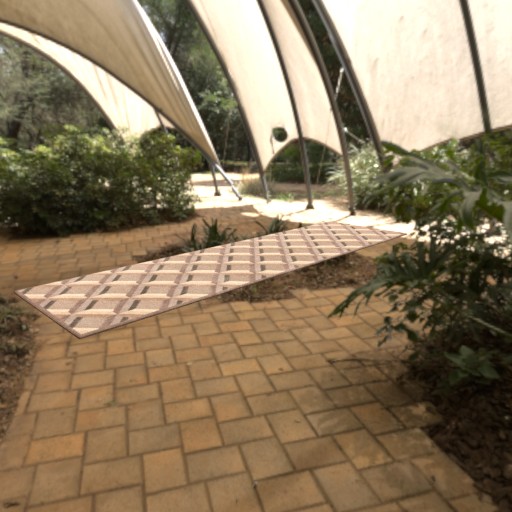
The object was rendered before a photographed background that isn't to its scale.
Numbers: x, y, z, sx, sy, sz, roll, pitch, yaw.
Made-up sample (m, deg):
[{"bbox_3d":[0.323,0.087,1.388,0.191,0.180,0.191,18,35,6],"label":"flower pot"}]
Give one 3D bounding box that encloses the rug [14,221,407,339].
[{"bbox_3d":[0.000,0.000,2.613,0.685,0.013,2.437,14,21,43],"label":"rug"}]
